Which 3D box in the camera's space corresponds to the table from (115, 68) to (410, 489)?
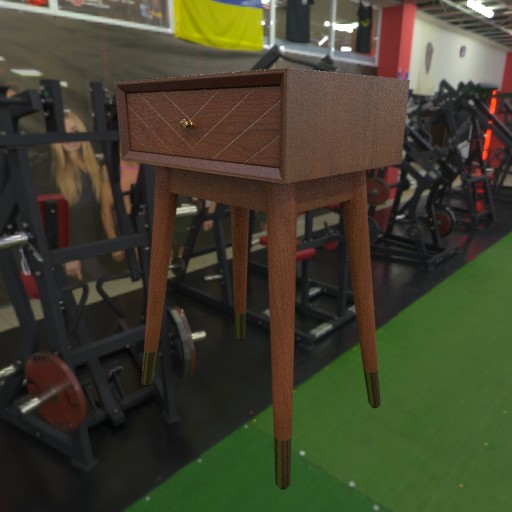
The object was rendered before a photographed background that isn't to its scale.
[{"bbox_3d":[0.000,0.000,0.814,0.406,0.599,0.300,17,25,42],"label":"table"}]
